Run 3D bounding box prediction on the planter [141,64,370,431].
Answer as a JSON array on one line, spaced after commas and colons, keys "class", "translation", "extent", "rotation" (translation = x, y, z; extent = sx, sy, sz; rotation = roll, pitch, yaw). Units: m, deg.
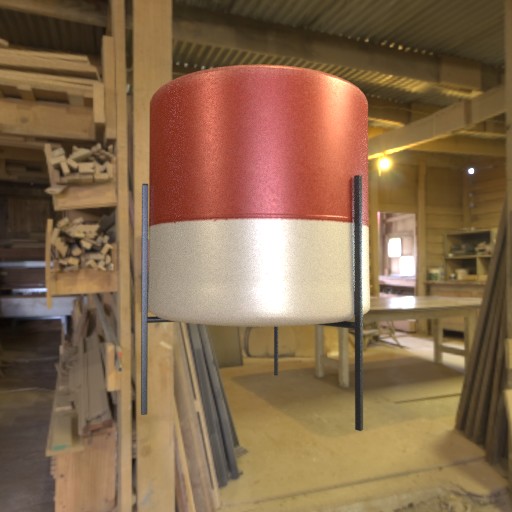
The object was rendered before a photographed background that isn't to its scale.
[{"class": "planter", "translation": [0.000, 0.000, 0.707], "extent": [0.354, 0.465, 0.345], "rotation": [0, -1, -18]}]
